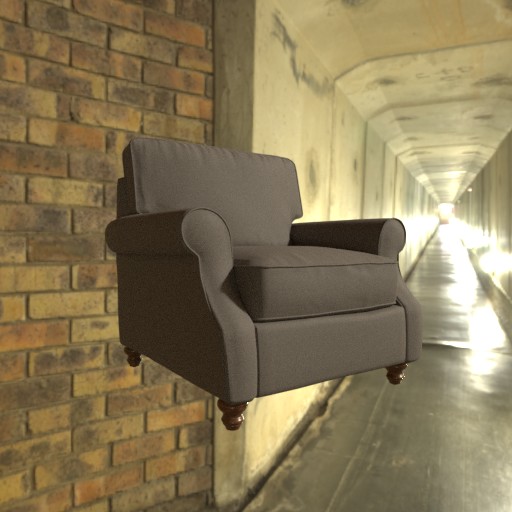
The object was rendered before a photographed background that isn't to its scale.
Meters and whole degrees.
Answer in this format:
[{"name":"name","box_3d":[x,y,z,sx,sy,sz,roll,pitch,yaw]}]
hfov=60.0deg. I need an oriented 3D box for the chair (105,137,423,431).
[{"name":"chair","box_3d":[0.000,0.000,1.786,1.029,0.967,0.966,-1,2,-35]}]
